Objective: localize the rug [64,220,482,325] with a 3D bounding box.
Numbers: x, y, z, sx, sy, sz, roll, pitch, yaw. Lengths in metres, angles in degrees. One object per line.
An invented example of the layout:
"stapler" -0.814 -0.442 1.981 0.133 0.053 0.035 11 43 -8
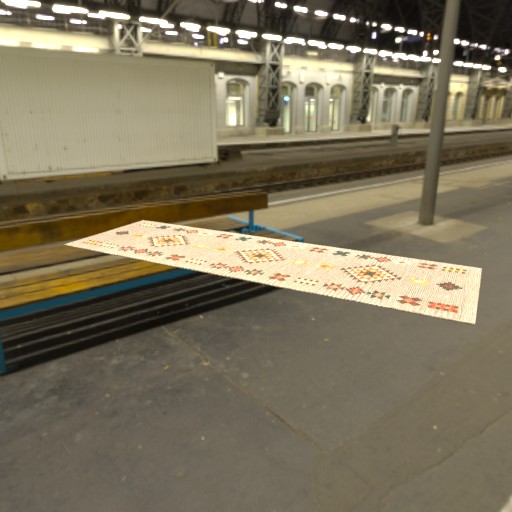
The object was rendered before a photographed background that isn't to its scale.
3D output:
"rug" 0.000 0.000 2.674 2.432 0.008 0.766 9 20 26
